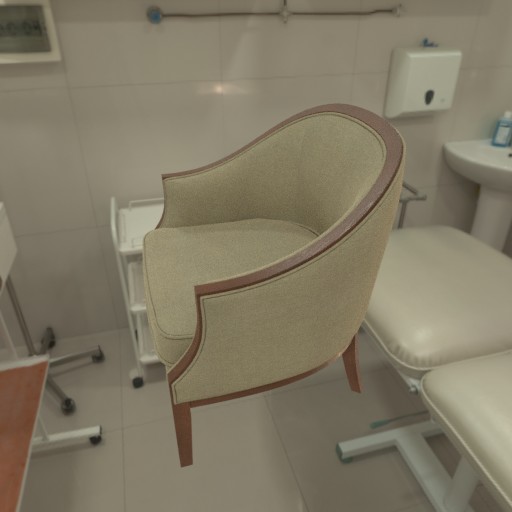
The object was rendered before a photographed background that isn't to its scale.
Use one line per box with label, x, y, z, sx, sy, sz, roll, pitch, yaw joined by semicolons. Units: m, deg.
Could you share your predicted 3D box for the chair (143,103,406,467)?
chair;0.000;0.000;1.447;0.735;0.876;0.803;-8;32;-14
